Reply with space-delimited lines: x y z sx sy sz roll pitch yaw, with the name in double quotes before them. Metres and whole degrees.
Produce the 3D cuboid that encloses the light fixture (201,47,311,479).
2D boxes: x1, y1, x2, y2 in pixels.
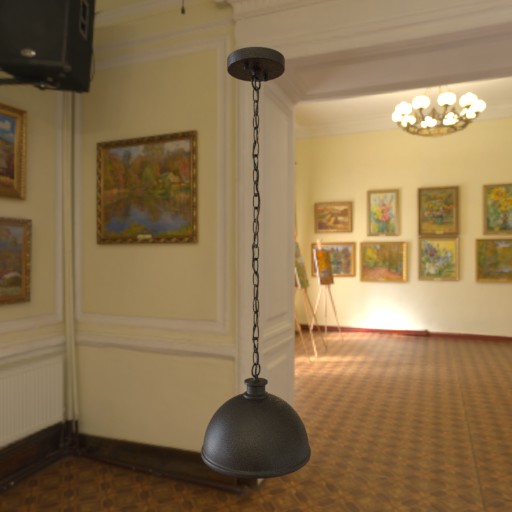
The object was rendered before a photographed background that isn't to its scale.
"light fixture" 0.000 0.000 1.234 0.304 1.090 0.304 0 0 35
